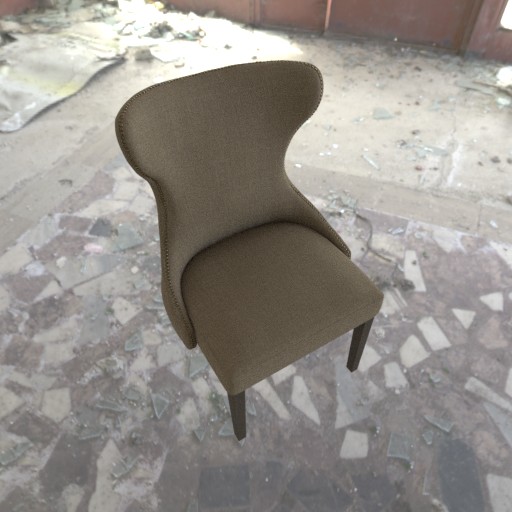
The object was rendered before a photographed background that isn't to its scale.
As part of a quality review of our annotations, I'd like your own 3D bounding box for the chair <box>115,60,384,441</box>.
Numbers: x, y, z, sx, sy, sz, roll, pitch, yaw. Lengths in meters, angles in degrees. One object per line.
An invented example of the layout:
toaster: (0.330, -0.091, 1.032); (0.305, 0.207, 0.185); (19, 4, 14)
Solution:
chair: (0.000, 0.000, 1.391); (0.628, 0.967, 0.635); (-24, 51, -21)
